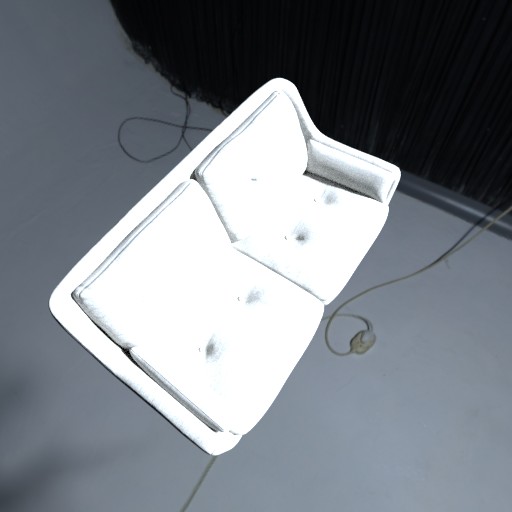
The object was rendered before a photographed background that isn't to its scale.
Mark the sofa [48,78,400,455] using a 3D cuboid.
[{"bbox_3d":[0.000,0.000,2.452,0.976,0.897,1.930,29,62,17],"label":"sofa"}]
